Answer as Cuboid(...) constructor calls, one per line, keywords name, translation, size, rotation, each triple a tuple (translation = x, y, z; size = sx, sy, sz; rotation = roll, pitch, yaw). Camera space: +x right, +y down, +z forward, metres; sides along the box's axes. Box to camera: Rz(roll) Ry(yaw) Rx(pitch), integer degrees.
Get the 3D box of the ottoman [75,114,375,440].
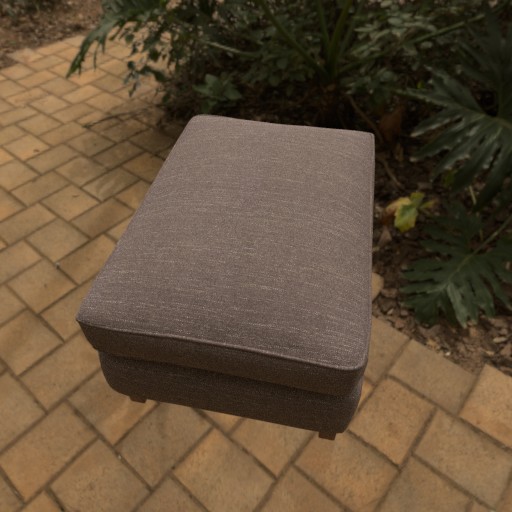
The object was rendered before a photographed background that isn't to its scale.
Cuboid(name="ottoman", translation=(0.000, 0.000, 1.001), size=(0.508, 0.406, 0.686), rotation=(8, 47, 8))
